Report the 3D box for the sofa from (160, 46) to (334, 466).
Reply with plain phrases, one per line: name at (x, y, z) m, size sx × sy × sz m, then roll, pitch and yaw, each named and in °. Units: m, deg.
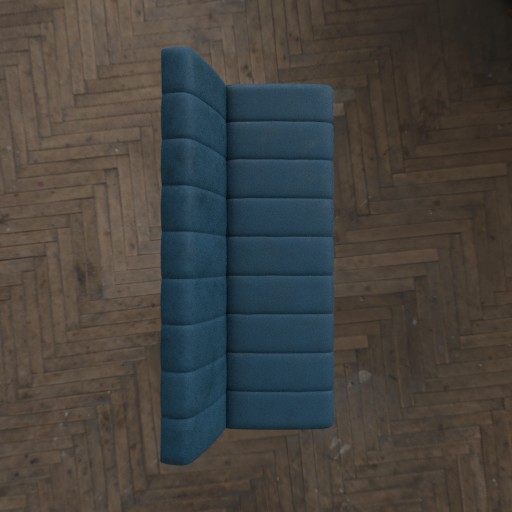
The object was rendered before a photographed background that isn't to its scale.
sofa at (0.000, 0.000, 2.292) m, size 0.830 × 0.825 × 1.810 m, roll 0°, pitch 89°, yaw 0°
